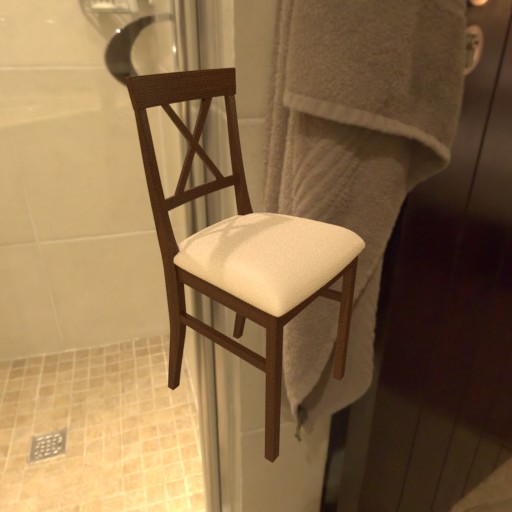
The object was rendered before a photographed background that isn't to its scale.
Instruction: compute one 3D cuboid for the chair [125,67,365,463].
[{"bbox_3d":[0.000,0.000,1.209,0.480,0.913,0.440,19,32,32],"label":"chair"}]
